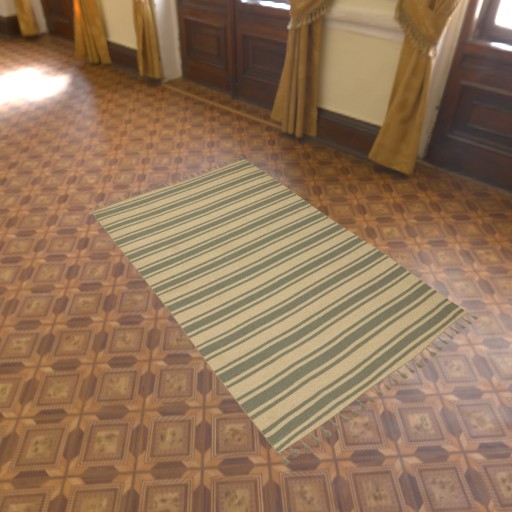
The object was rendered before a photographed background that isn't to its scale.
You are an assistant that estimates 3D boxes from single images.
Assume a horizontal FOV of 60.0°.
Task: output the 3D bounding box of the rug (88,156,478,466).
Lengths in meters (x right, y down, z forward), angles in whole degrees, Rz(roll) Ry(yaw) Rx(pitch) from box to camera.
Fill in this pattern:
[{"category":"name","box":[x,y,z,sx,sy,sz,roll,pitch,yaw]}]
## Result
[{"category":"rug","box":[0.000,0.000,2.530,1.222,0.009,2.084,-25,46,-27]}]
